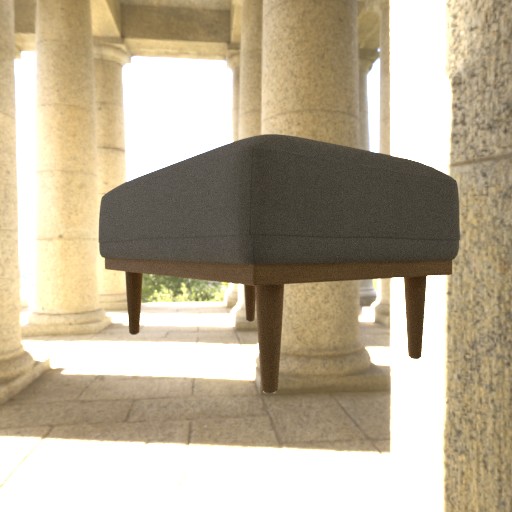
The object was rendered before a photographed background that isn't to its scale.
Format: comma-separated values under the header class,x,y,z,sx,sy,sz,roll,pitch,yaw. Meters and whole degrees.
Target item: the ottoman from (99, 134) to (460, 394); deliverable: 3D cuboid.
class,x,y,z,sx,sy,sz,roll,pitch,yaw
ottoman,0.000,0.000,1.063,0.549,0.428,0.749,0,1,-35
